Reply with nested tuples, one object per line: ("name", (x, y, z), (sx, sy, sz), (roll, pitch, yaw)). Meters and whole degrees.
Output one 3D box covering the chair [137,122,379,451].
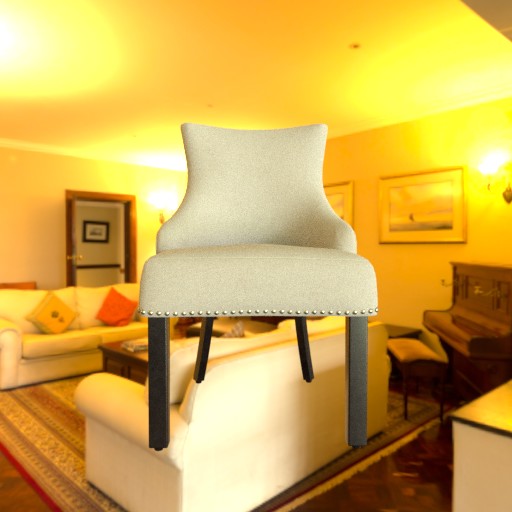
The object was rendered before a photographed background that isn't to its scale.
("chair", (0.000, 0.000, 1.306), (0.566, 0.909, 0.629), (0, 1, -1))
